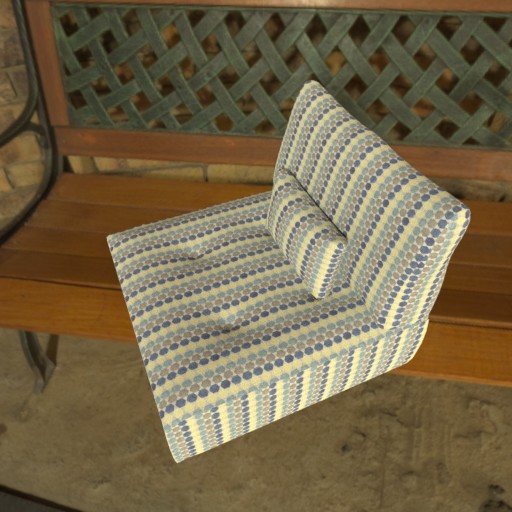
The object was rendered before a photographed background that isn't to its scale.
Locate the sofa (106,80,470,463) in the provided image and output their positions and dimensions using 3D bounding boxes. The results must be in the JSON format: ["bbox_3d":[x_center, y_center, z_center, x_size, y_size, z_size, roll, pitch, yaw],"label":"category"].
[{"bbox_3d":[0.000,0.000,1.665,1.000,0.830,0.930,-18,49,-16],"label":"sofa"}]
